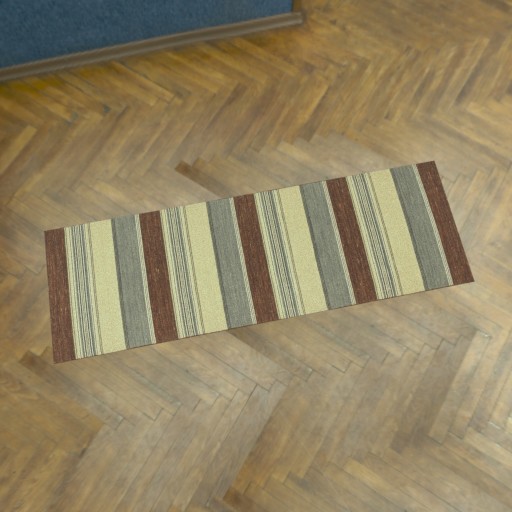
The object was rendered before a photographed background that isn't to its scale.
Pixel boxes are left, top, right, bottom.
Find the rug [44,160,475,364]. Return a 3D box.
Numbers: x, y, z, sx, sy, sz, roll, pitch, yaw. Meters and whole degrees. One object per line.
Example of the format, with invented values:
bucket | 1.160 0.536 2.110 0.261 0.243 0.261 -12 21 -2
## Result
rug | 0.000 0.000 2.622 2.437 0.006 0.792 -11 75 -3
